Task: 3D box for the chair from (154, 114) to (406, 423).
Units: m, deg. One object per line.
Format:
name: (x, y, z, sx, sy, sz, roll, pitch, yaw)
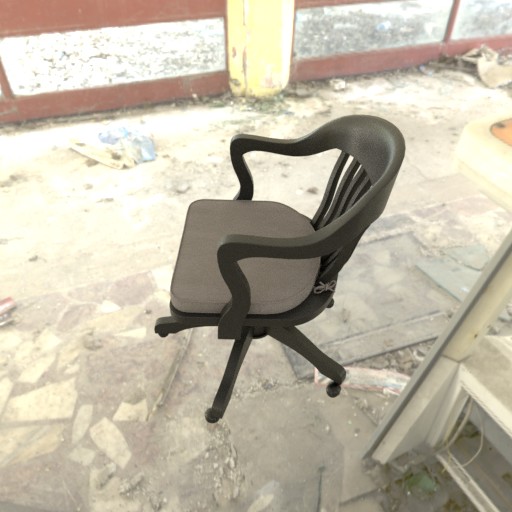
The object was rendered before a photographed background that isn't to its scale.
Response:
chair: (0.000, 0.000, 1.481, 0.788, 0.878, 0.750, 0, 40, 0)
